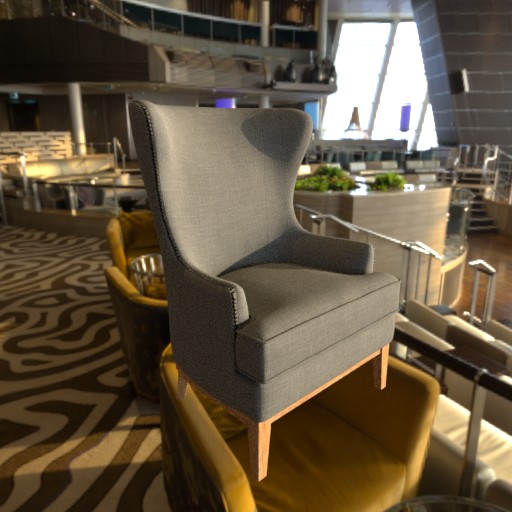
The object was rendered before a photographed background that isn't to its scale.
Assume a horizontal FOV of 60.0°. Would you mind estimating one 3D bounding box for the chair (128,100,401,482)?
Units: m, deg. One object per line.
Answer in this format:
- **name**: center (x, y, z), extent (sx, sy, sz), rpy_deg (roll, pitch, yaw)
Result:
- **chair**: center (0.000, 0.000, 1.793), extent (0.864, 1.176, 0.883), rpy_deg (-15, 21, -42)
